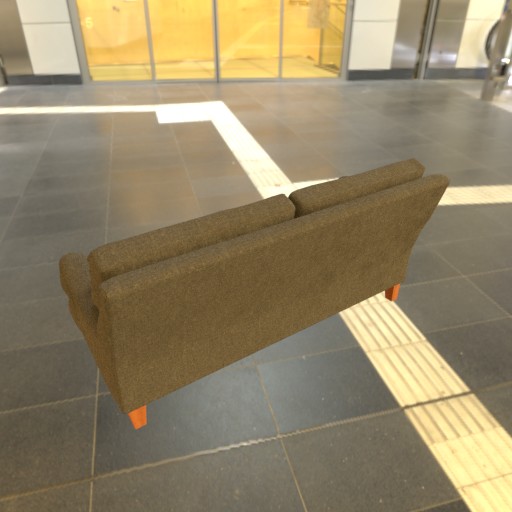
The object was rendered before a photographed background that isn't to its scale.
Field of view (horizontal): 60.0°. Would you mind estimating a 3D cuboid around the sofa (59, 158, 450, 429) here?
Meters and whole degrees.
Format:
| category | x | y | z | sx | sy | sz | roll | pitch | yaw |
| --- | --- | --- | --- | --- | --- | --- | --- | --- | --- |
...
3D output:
| category | x | y | z | sx | sy | sz | roll | pitch | yaw |
| --- | --- | --- | --- | --- | --- | --- | --- | --- | --- |
| sofa | 0.000 | 0.000 | 2.753 | 2.160 | 1.054 | 1.087 | -19 | 36 | -29 |
